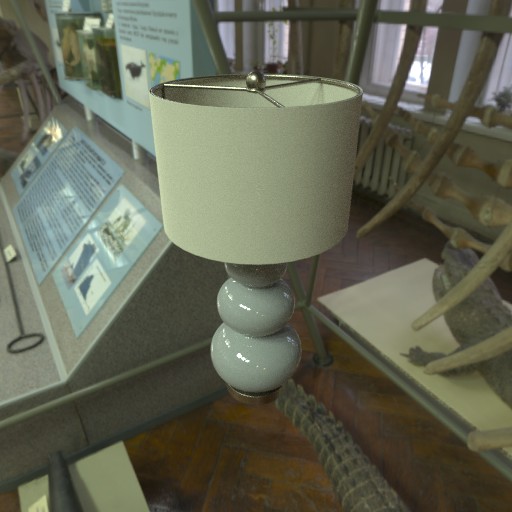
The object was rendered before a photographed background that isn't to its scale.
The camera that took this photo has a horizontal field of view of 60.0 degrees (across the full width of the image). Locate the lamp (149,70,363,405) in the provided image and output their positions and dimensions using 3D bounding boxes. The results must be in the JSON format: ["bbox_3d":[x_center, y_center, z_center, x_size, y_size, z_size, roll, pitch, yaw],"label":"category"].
[{"bbox_3d":[0.000,0.000,0.940,0.367,0.730,0.367,-17,33,-27],"label":"lamp"}]
